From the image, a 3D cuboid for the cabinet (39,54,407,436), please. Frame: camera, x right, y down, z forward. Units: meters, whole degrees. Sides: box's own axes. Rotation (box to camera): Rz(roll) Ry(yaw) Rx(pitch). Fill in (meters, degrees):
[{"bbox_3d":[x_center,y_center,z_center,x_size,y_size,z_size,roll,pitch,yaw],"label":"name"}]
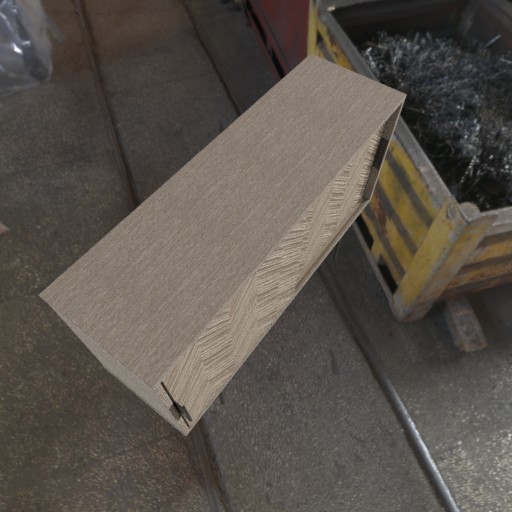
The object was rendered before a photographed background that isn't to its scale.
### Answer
[{"bbox_3d":[0.000,0.000,1.581,0.405,0.787,1.194,32,63,19],"label":"cabinet"}]
